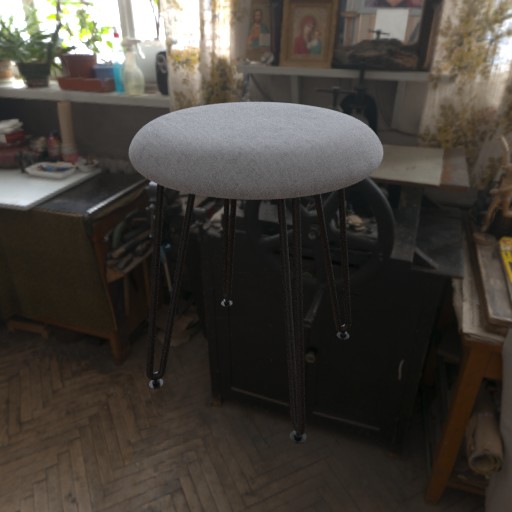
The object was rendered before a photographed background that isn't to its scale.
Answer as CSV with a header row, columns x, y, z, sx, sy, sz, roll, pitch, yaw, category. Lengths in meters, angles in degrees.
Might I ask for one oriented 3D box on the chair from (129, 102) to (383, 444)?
x,y,z,sx,sy,sz,roll,pitch,yaw,category
0.000,0.000,0.632,0.350,0.386,0.350,-10,31,-18,chair
